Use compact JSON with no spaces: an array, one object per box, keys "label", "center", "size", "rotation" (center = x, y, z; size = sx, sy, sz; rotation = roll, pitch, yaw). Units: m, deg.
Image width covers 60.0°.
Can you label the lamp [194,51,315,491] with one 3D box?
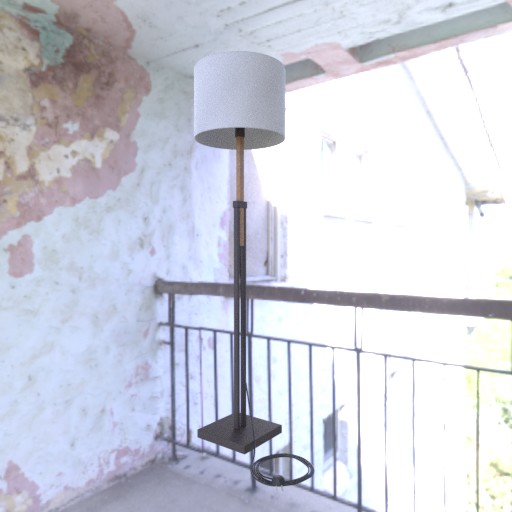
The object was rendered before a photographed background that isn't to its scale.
[{"label":"lamp","center":[0.000,0.000,1.898],"size":[0.639,1.650,0.474],"rotation":[1,1,37]}]
